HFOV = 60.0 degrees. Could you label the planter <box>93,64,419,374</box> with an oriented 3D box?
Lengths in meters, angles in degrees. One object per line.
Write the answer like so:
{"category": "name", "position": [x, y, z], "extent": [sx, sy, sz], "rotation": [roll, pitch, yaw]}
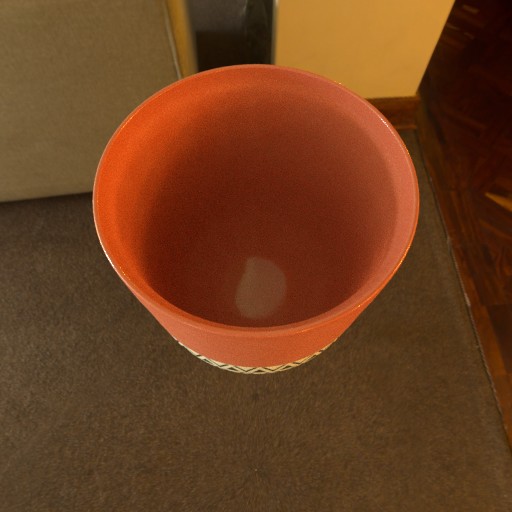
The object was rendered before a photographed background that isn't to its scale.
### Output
{"category": "planter", "position": [0.000, 0.000, 0.363], "extent": [0.195, 0.214, 0.195], "rotation": [0, 64, 0]}
